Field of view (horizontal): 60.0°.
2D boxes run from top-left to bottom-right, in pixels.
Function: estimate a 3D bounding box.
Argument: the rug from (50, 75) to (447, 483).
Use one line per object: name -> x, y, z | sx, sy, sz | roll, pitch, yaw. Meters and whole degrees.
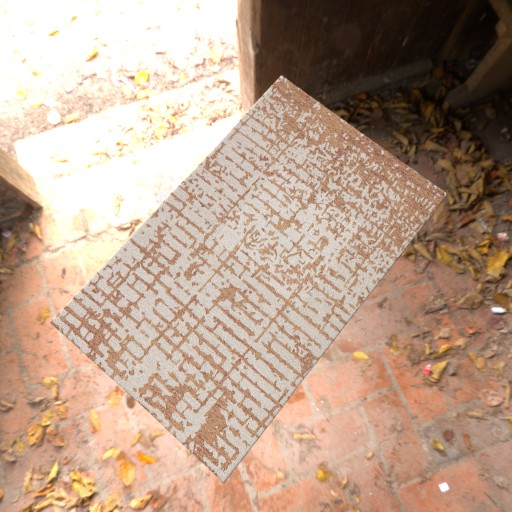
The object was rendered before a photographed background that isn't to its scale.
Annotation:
rug -> 0.000, 0.000, 3.034 | 1.517, 0.011, 2.435 | 39, 79, 9
